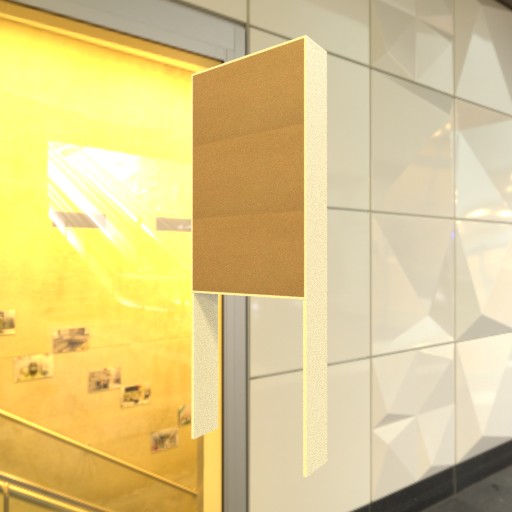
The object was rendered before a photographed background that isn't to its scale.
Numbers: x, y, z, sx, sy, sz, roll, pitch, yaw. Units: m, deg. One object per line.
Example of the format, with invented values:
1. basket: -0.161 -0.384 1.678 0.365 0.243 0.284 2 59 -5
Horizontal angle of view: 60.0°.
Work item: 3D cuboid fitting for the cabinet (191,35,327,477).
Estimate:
1. cabinet: 0.000 0.000 2.040 0.643 1.770 0.192 0 0 37
